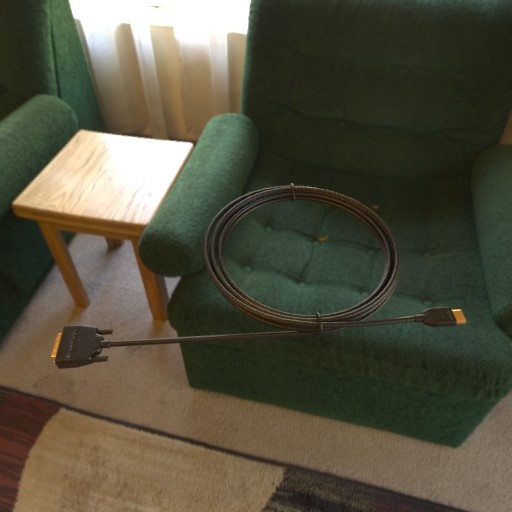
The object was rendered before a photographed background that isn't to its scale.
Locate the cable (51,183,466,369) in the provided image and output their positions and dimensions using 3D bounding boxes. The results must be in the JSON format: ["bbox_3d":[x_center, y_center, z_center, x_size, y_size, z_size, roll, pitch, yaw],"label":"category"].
[{"bbox_3d":[0.000,0.000,0.527,0.422,0.030,0.257,-3,47,-3],"label":"cable"}]
